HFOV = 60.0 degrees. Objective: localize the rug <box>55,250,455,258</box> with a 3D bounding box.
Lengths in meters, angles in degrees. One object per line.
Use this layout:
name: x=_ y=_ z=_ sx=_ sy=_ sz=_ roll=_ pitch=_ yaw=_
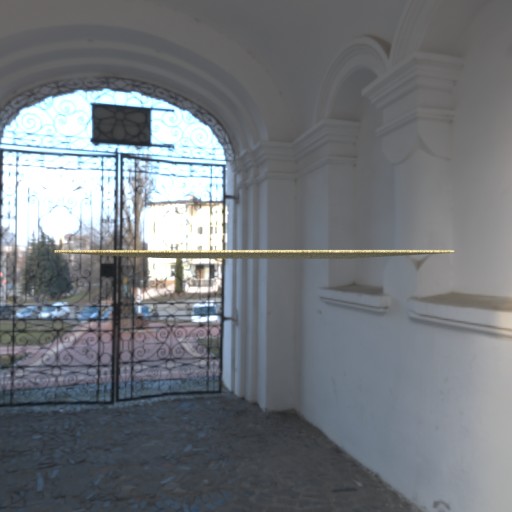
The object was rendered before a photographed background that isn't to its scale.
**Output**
rug: x=0.000 y=0.000 z=4.278 sx=2.425 sy=0.016 sz=3.198 roll=0 pitch=-1 yaw=0
